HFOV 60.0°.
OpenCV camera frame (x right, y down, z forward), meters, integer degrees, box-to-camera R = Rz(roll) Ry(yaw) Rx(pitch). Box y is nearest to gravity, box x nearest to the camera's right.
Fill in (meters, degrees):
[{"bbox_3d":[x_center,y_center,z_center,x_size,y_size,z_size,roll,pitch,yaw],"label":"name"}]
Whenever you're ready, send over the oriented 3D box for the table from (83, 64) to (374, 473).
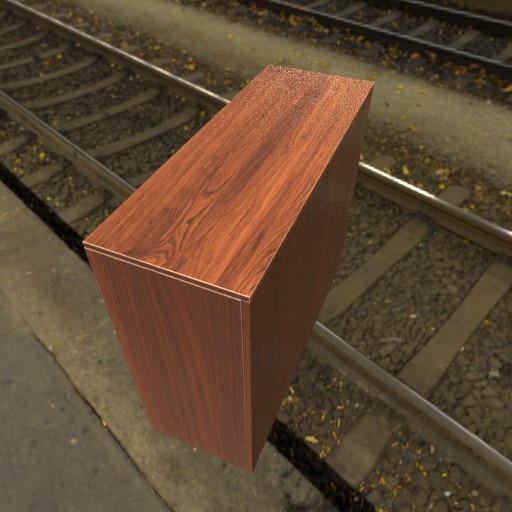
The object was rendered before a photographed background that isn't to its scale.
[{"bbox_3d":[0.000,0.000,1.369,0.380,0.790,0.930,17,47,17],"label":"table"}]
